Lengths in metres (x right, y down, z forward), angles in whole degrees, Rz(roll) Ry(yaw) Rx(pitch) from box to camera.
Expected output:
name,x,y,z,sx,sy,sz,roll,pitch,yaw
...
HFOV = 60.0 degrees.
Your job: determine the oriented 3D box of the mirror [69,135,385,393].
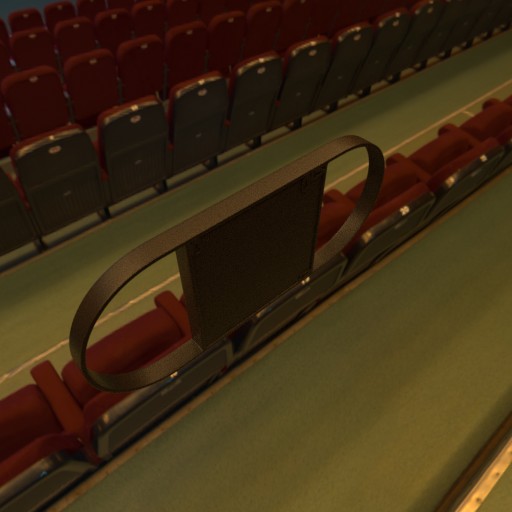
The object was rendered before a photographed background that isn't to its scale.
name,x,y,z,sx,sy,sz,roll,pitch,yaw
mirror,0.000,0.000,0.682,0.584,0.254,0.032,-33,55,-27
